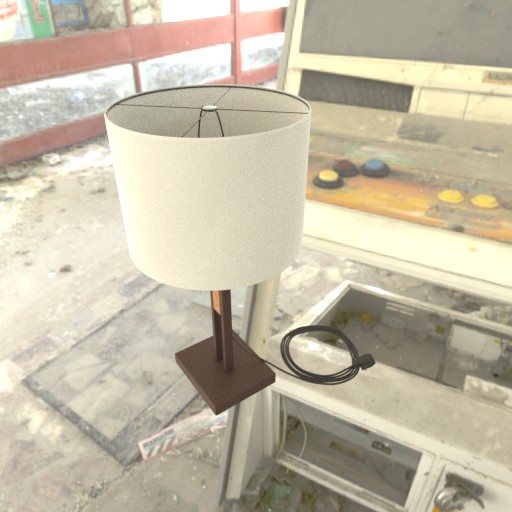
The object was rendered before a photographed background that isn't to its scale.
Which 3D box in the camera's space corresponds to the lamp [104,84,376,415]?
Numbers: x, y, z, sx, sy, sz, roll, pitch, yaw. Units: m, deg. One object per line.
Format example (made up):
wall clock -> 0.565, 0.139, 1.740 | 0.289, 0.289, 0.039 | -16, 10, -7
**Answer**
lamp -> 0.000, 0.000, 0.985 | 0.525, 0.668, 0.396 | -21, 38, -29
